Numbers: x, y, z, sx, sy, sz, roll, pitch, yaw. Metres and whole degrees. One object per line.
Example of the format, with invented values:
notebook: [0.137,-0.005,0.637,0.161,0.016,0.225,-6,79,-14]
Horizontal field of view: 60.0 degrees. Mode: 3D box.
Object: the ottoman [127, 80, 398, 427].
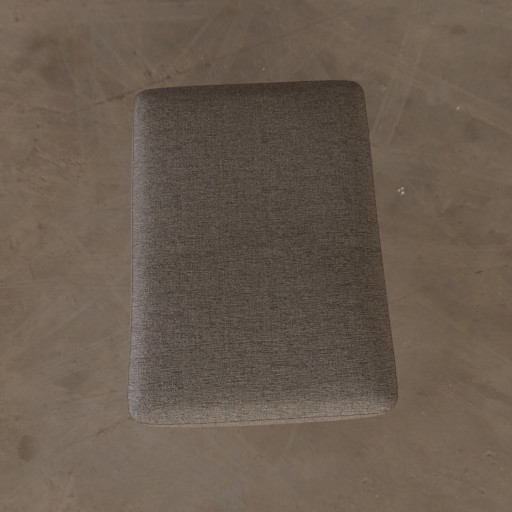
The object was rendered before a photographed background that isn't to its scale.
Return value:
ottoman: [0.000,0.000,1.279,0.637,0.478,0.885,-2,76,-1]
